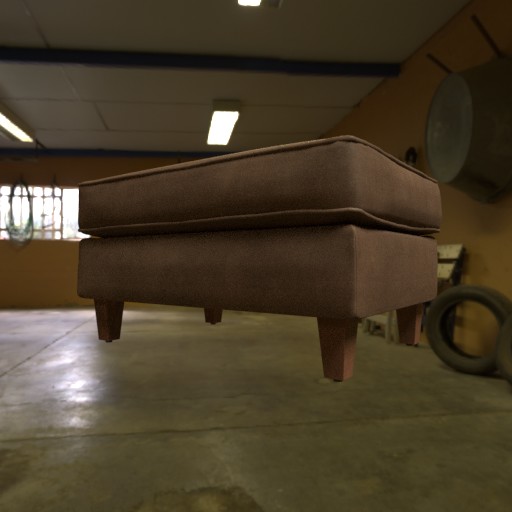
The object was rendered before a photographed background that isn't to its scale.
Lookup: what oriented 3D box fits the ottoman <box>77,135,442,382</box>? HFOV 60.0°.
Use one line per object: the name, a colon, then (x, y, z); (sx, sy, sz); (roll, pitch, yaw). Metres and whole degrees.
ottoman: (0.000, 0.000, 1.220); (0.860, 0.481, 0.596); (-1, -1, 36)
